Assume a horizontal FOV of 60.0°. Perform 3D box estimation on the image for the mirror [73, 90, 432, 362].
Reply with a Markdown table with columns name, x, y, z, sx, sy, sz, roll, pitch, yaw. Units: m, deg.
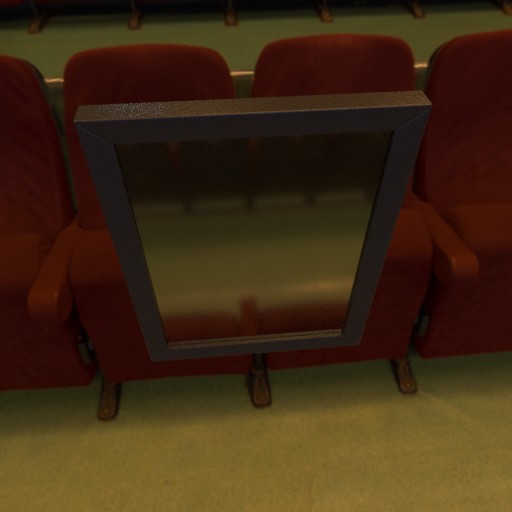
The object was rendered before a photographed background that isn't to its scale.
| name | x | y | z | sx | sy | sz | roll | pitch | yaw |
| --- | --- | --- | --- | --- | --- | --- | --- | --- | --- |
| mirror | 0.000 | 0.000 | 0.695 | 0.405 | 0.508 | 0.041 | -4 | 46 | -4 |
